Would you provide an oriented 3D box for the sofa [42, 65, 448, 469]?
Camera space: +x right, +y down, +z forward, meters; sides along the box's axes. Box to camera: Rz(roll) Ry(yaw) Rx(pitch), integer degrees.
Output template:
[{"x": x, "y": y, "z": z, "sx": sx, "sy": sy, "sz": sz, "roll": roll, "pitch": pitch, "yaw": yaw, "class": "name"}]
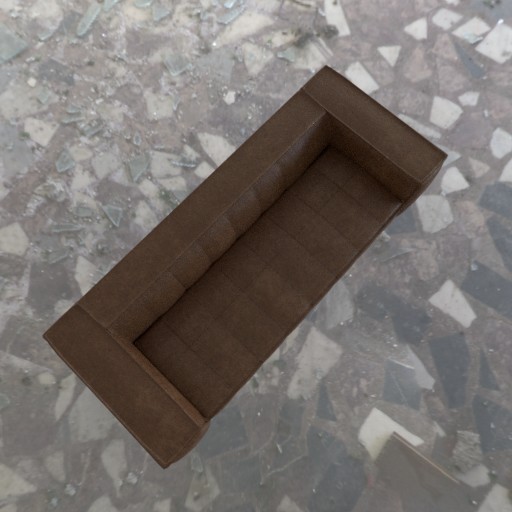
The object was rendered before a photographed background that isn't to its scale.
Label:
[{"x": 0.000, "y": 0.000, "z": 3.027, "sx": 1.102, "sy": 0.701, "sz": 2.581, "roll": 42, "pitch": 79, "yaw": 10, "class": "sofa"}]
